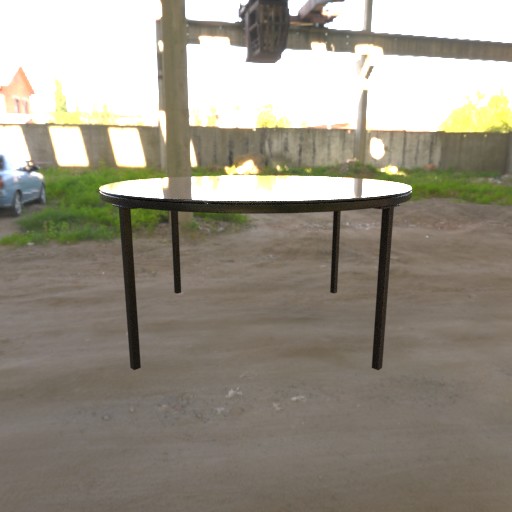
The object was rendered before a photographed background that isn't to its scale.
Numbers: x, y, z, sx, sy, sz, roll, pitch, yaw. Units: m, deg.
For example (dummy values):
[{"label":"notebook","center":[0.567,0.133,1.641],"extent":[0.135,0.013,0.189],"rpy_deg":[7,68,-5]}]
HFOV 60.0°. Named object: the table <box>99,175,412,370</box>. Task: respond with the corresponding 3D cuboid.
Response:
[{"label":"table","center":[0.000,0.000,1.243],"extent":[0.800,0.400,0.800],"rpy_deg":[0,14,0]}]
